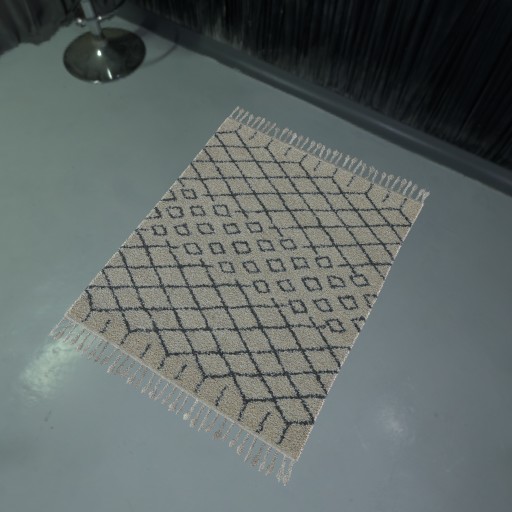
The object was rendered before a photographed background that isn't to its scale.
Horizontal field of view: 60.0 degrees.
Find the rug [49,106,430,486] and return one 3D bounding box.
[{"bbox_3d":[0.000,0.000,4.284,2.388,0.030,3.213,27,66,13],"label":"rug"}]
